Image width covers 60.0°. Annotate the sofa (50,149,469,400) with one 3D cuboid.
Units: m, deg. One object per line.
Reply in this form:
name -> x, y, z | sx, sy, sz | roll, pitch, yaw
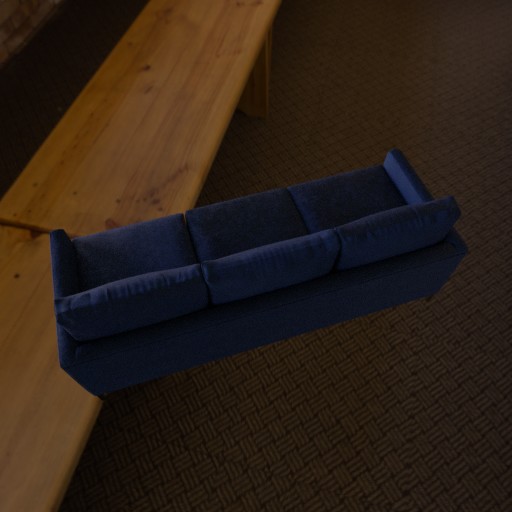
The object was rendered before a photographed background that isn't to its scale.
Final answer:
sofa -> 0.000, 0.000, 2.648 | 2.252, 0.879, 0.875 | -15, 58, -9
